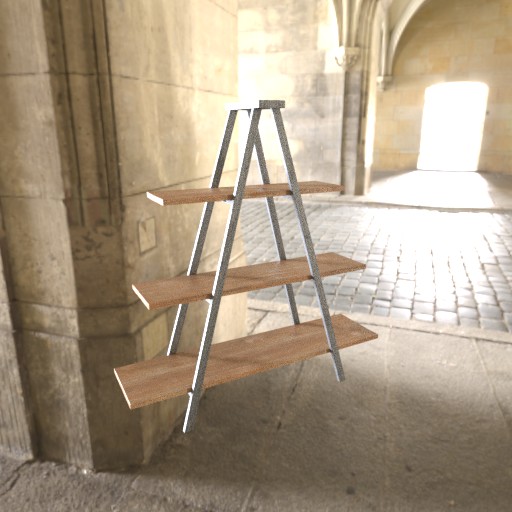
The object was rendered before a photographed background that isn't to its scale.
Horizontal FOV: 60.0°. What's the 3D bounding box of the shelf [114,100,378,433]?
[{"bbox_3d":[0.000,0.000,2.750,1.746,1.808,0.508,-9,18,-27],"label":"shelf"}]
